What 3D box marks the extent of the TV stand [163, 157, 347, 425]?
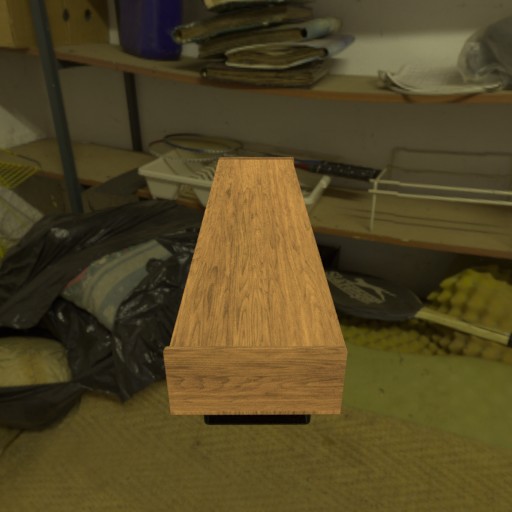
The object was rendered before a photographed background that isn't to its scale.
[{"bbox_3d":[0.000,0.000,1.986,0.467,0.415,1.796,0,27,0],"label":"TV stand"}]
